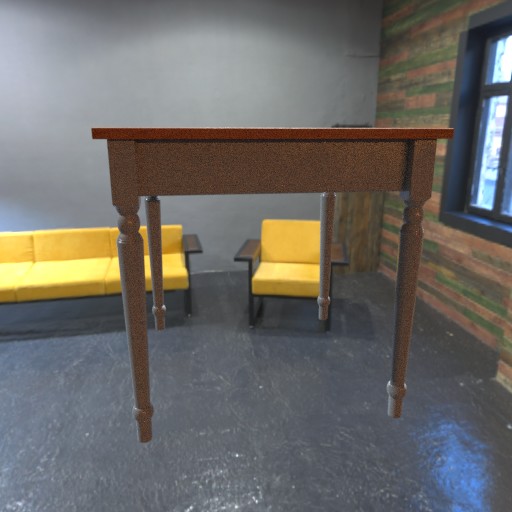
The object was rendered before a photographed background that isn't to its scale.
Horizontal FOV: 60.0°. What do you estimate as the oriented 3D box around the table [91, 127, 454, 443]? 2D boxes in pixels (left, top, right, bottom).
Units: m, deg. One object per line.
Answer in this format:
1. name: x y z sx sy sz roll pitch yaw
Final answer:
1. table: 0.000 0.000 1.349 0.747 0.738 0.747 -2 15 -8
